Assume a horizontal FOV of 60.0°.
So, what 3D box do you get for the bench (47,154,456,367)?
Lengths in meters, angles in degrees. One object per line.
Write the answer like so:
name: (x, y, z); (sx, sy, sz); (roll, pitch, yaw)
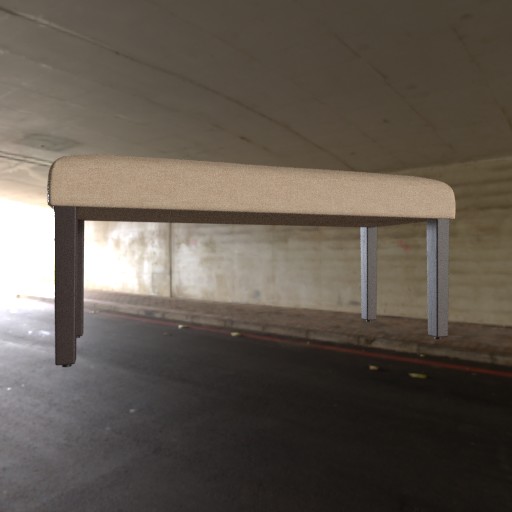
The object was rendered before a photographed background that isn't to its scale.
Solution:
bench: (0.000, 0.000, 1.231); (1.013, 0.456, 0.407); (0, 0, -19)
